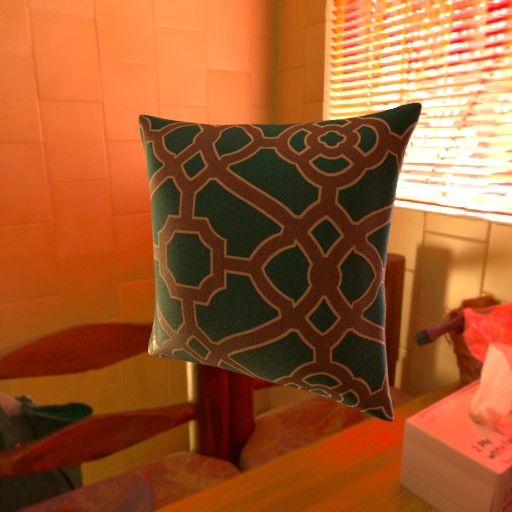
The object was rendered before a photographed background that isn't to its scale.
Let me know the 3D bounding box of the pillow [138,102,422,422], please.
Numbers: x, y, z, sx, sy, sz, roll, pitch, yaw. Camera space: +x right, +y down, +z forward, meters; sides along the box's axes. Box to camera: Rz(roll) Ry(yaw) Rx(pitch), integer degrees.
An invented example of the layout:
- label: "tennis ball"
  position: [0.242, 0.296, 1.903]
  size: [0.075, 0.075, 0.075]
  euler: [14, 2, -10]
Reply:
- label: "pillow"
  position: [0.000, 0.000, 0.801]
  size: [0.526, 0.507, 0.166]
  euler: [7, 16, 27]
